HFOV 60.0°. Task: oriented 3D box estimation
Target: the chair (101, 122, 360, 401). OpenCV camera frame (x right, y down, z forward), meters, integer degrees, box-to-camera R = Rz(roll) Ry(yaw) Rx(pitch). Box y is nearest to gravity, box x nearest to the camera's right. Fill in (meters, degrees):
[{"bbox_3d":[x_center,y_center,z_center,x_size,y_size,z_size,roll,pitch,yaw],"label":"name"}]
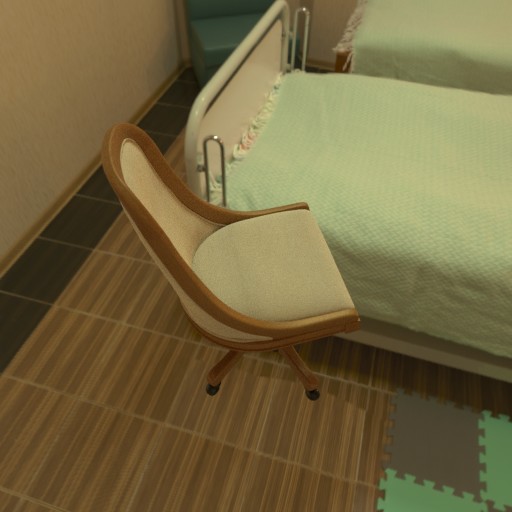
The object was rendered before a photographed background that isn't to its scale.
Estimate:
[{"bbox_3d":[0.000,0.000,1.553,0.811,1.009,0.702,-9,48,-8],"label":"chair"}]
